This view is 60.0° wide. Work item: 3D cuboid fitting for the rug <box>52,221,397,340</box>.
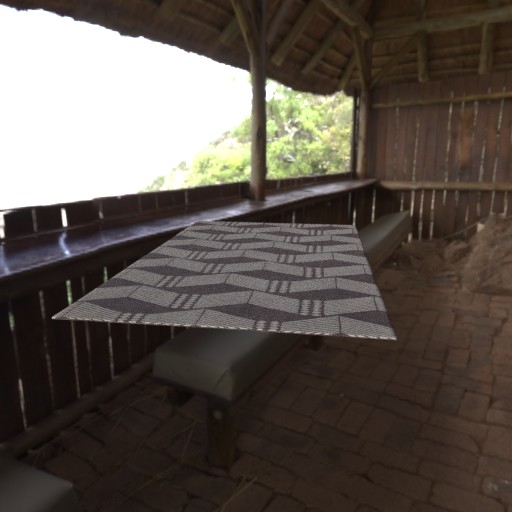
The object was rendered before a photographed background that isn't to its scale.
[{"bbox_3d":[0.000,0.000,3.066,1.517,0.011,2.435,2,15,8],"label":"rug"}]
